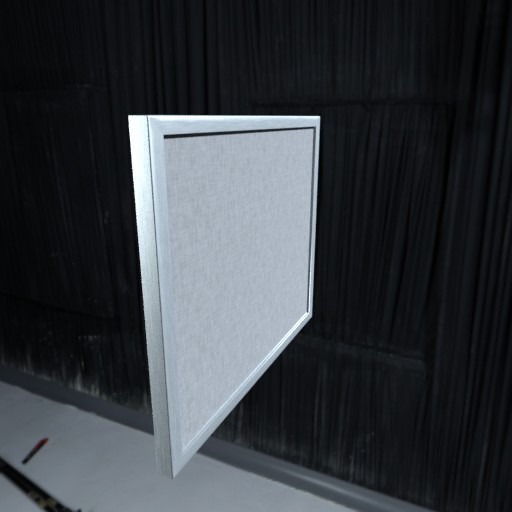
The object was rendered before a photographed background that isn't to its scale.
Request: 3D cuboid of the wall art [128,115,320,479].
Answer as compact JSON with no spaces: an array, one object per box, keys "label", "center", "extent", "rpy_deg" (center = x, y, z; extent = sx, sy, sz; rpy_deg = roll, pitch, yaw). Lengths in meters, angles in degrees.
[{"label":"wall art","center":[0.000,0.000,0.759],"extent":[0.028,0.457,0.556],"rpy_deg":[8,19,25]}]
